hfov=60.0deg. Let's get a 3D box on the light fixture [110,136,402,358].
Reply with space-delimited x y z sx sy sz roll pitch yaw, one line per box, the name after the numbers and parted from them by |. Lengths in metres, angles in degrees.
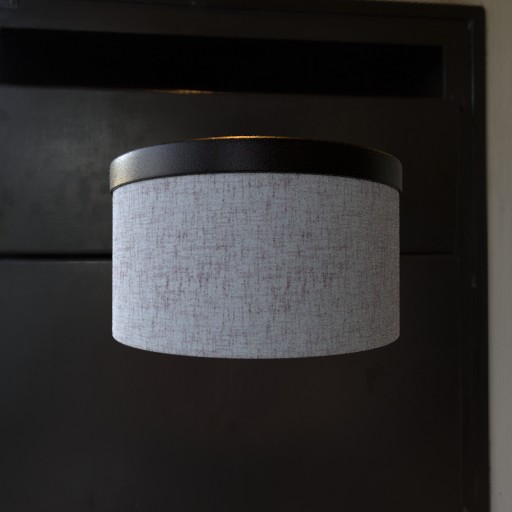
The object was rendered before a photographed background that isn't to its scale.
0.000 0.000 0.621 0.389 0.229 0.389 0 -1 0 | light fixture
